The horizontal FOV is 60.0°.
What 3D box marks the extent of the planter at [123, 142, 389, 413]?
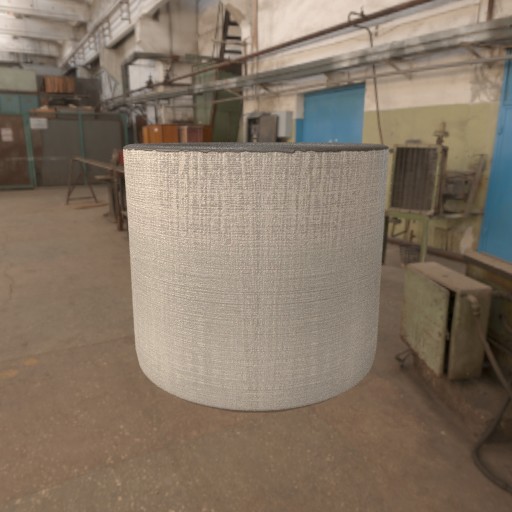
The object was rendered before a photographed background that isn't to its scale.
[{"bbox_3d":[0.000,0.000,0.228,0.125,0.112,0.125,0,15,0],"label":"planter"}]
